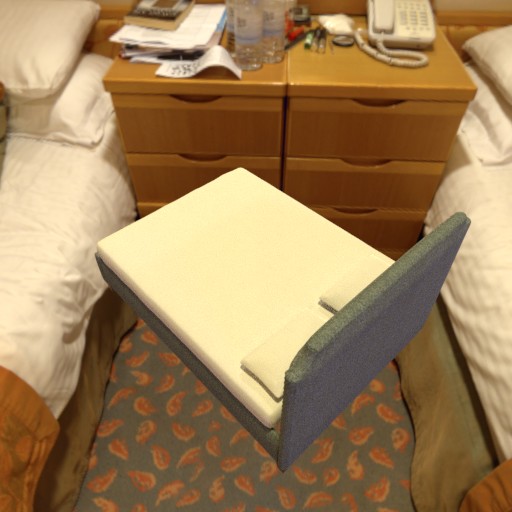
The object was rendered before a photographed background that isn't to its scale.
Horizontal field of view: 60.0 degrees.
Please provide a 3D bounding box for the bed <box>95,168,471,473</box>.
[{"bbox_3d":[0.000,0.000,3.488,1.712,1.443,2.372,-34,54,-29],"label":"bed"}]
